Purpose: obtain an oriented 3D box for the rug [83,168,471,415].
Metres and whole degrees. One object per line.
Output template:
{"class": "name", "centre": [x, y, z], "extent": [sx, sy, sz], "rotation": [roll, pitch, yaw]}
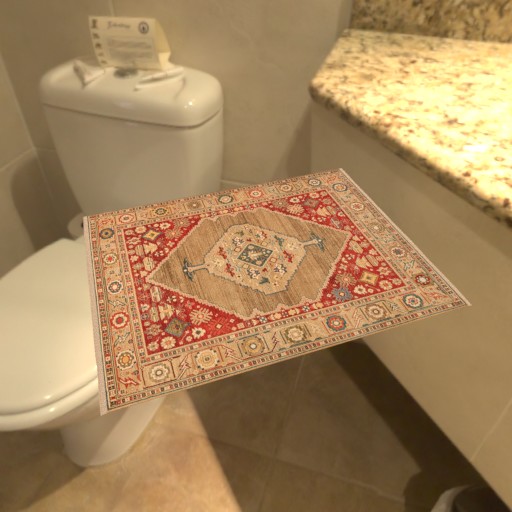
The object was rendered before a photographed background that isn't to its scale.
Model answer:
{"class": "rug", "centre": [0.000, 0.000, 4.329], "extent": [3.143, 0.008, 2.451], "rotation": [-13, 43, -14]}
